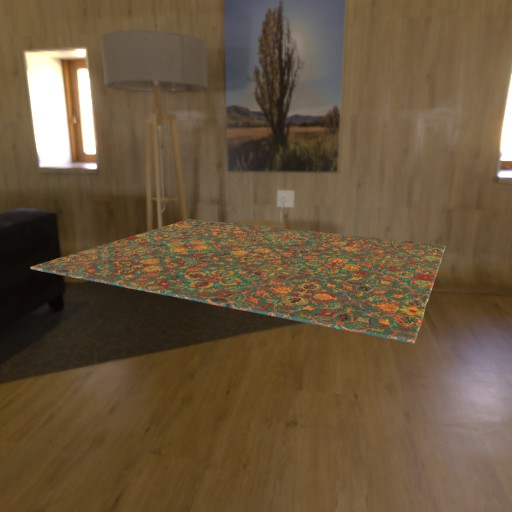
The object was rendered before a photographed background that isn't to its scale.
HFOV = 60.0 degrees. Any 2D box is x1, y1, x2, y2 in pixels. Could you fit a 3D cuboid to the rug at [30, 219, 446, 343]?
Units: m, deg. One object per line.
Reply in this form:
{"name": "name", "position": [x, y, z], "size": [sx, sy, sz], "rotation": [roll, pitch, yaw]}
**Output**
{"name": "rug", "position": [0.000, 0.000, 4.236], "size": [3.204, 0.025, 2.434], "rotation": [8, 18, 25]}
